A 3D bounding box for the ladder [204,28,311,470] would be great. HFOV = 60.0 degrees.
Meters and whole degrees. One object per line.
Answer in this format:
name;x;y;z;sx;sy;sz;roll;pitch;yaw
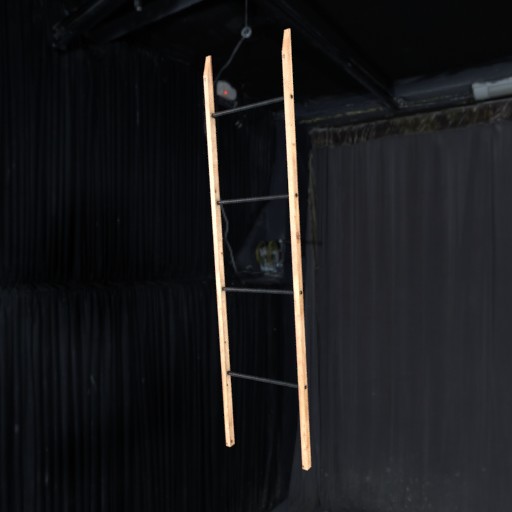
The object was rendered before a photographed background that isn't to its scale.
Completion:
ladder;0.000;0.000;1.943;0.442;1.805;0.200;0;-1;35
